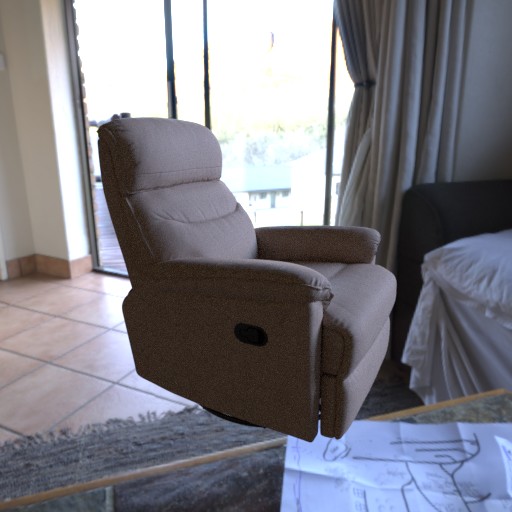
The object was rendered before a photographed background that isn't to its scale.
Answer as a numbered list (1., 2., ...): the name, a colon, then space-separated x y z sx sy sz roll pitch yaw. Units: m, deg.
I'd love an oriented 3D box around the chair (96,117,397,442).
1. chair: 0.000 0.000 1.712 1.004 1.037 0.820 7 17 26
